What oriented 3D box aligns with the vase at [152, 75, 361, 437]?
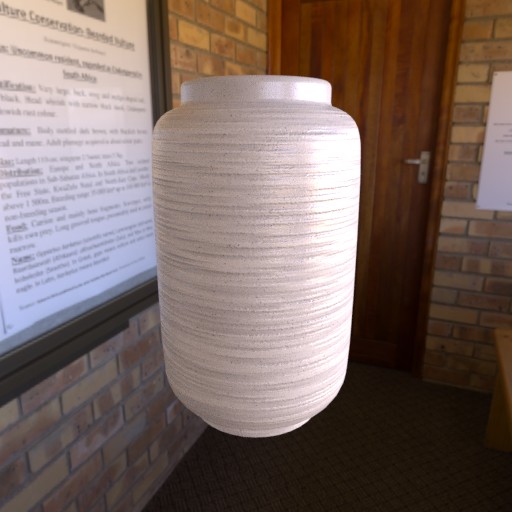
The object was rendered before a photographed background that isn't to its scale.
[{"bbox_3d":[0.000,0.000,0.460,0.202,0.335,0.202,0,16,0],"label":"vase"}]
